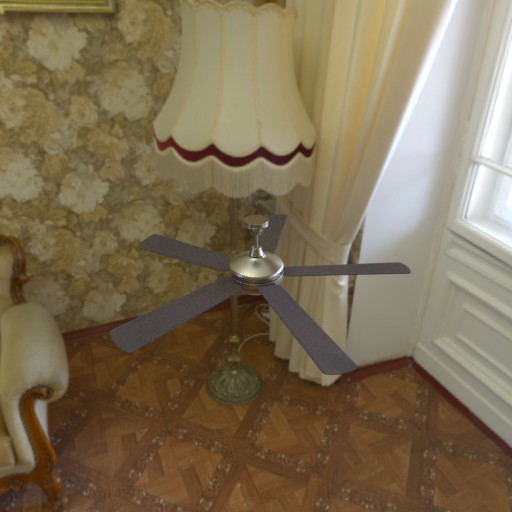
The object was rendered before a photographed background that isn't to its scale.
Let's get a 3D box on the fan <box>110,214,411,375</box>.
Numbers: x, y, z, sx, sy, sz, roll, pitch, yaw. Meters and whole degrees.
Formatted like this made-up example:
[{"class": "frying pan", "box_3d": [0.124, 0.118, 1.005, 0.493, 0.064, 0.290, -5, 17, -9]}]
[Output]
[{"class": "fan", "box_3d": [0.000, 0.000, 1.979, 1.321, 0.356, 1.321, 10, 30, 18]}]
